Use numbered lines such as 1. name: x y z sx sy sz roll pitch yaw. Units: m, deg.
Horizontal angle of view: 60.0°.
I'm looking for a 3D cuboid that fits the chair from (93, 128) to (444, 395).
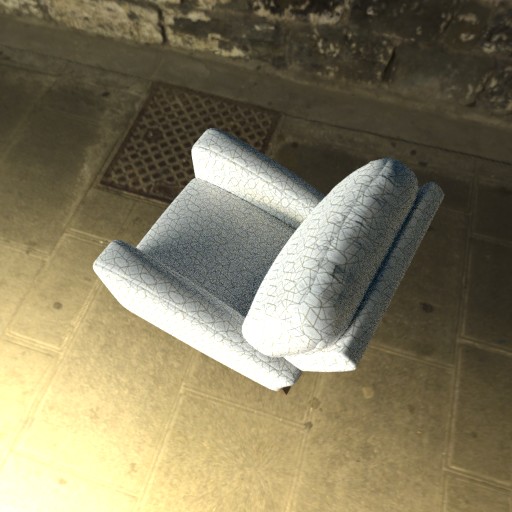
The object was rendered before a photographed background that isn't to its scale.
1. chair: 0.000 0.000 1.754 0.995 1.064 0.796 29 68 13
